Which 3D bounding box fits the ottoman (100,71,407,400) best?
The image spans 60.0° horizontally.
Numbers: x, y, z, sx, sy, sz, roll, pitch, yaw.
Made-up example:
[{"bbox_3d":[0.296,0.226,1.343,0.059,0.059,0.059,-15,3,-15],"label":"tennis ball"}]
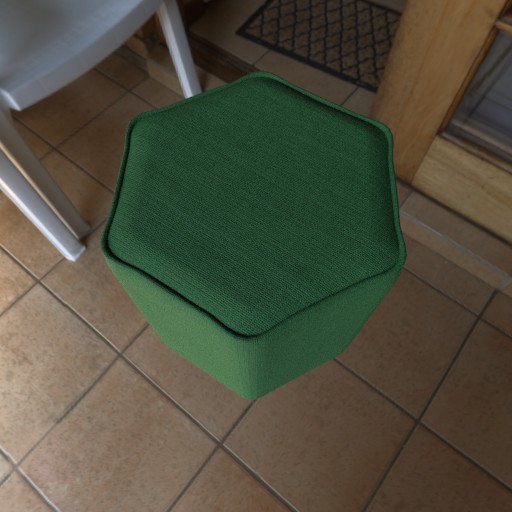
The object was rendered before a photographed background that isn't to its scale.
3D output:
[{"bbox_3d":[0.000,0.000,0.890,0.499,0.507,0.444,30,67,14],"label":"ottoman"}]
